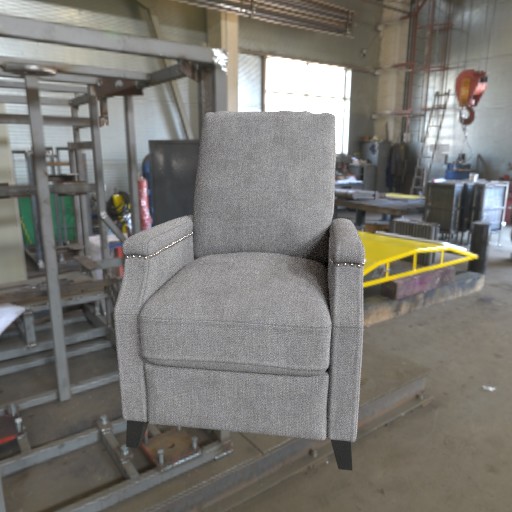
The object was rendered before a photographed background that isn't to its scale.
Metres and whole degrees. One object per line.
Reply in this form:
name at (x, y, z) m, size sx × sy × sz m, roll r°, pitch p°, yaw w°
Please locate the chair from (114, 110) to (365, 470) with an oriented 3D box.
chair at (0.000, 0.000, 1.599) m, size 0.710 × 1.049 × 0.922 m, roll 2°, pitch 14°, yaw 8°
